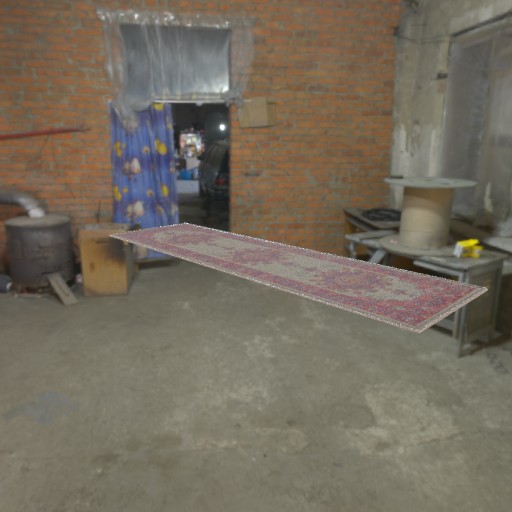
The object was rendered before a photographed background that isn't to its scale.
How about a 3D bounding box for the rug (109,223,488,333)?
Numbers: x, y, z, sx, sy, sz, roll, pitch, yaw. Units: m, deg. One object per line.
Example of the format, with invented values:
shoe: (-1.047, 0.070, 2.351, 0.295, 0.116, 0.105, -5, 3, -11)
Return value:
rug: (0.000, 0.000, 2.548, 0.666, 0.011, 2.294, -14, 20, -43)
